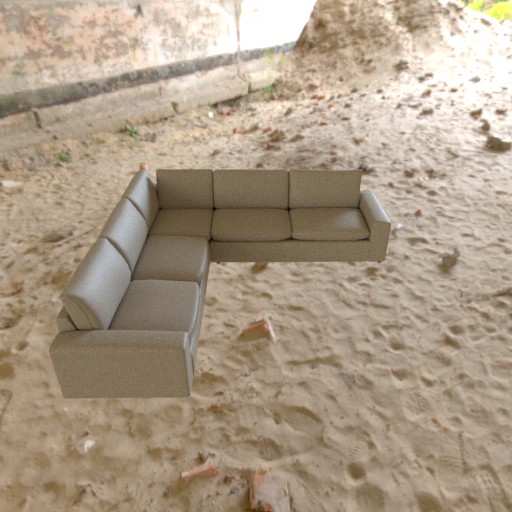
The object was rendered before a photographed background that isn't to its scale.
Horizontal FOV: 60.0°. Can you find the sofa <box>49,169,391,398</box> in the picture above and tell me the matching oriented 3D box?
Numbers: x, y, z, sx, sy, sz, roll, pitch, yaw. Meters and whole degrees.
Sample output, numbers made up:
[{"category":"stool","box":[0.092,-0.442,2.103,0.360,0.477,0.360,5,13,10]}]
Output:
[{"category":"sofa","box":[0.000,0.000,4.060,2.742,0.800,2.622,0,31,-1]}]
